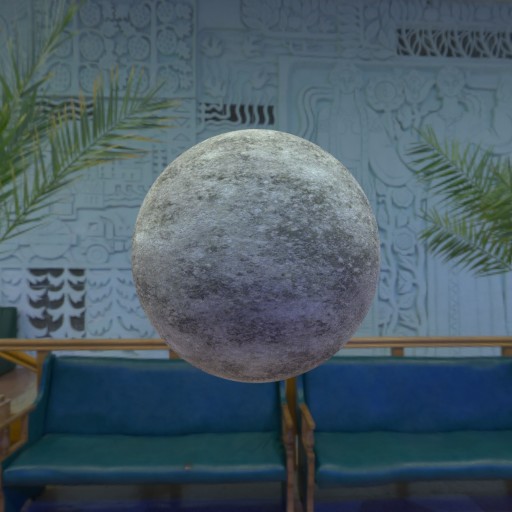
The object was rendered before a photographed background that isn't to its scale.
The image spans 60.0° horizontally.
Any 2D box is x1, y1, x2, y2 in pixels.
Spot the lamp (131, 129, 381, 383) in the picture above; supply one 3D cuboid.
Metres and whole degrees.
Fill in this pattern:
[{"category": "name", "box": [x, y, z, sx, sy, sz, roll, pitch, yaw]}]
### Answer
[{"category": "lamp", "box": [0.000, 0.000, 0.778, 0.422, 0.429, 0.422, 0, -1, 0]}]
